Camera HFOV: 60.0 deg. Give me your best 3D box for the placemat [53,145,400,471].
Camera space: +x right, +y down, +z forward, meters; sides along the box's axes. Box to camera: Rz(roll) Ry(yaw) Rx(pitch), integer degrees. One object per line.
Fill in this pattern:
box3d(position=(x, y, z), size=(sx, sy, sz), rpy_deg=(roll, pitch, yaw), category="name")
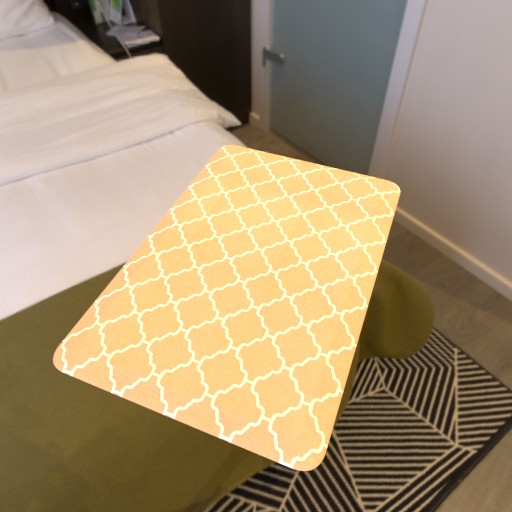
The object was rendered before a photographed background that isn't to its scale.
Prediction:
box3d(position=(0.000, 0.000, 0.961), size=(0.508, 0.021, 0.762), rpy_deg=(16, 49, 15), category="placemat")
